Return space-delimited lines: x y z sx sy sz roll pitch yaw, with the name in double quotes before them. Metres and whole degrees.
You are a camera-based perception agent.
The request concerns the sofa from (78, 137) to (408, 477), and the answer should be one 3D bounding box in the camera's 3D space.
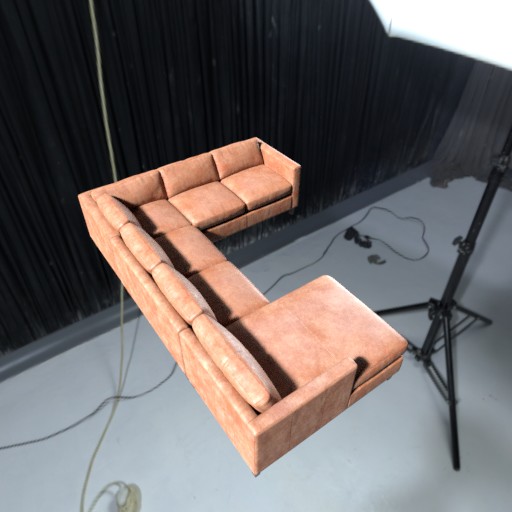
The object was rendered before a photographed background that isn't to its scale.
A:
"sofa" 0.000 0.000 4.568 2.430 0.832 3.401 -25 47 -26
